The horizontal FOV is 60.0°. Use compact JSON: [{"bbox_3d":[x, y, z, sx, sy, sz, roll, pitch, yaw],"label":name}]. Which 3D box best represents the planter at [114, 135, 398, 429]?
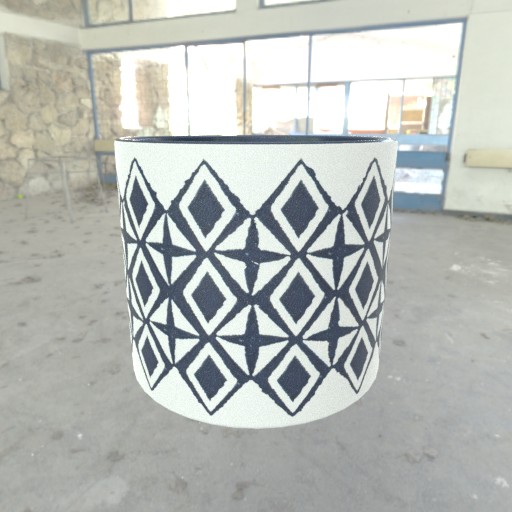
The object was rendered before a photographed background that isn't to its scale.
[{"bbox_3d":[0.000,0.000,0.392,0.224,0.203,0.224,0,16,0],"label":"planter"}]
